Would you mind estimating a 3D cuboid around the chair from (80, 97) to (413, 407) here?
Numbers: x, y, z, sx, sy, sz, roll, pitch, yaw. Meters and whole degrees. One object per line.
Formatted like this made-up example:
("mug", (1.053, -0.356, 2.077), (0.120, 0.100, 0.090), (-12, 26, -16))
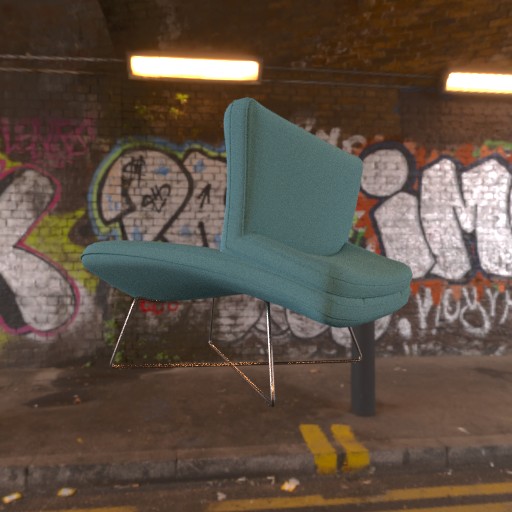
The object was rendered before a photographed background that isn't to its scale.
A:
("chair", (0.000, 0.000, 1.671), (1.008, 0.855, 0.859), (-1, -1, 34))
